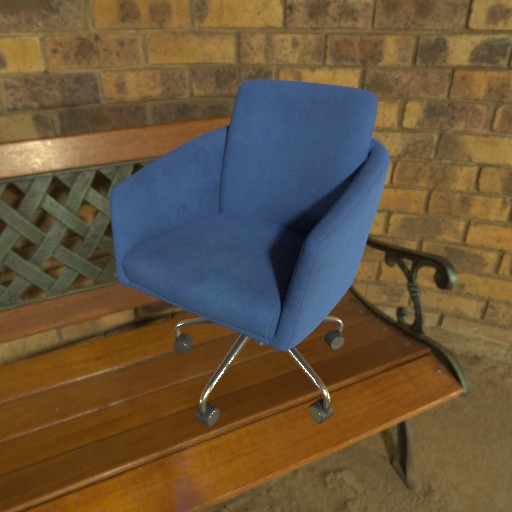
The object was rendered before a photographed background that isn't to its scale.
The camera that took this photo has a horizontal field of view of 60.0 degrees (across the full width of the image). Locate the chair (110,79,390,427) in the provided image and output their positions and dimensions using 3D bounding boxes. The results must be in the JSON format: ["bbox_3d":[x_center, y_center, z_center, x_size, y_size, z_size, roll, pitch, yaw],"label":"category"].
[{"bbox_3d":[0.000,0.000,1.318,0.641,0.908,0.635,18,34,29],"label":"chair"}]
